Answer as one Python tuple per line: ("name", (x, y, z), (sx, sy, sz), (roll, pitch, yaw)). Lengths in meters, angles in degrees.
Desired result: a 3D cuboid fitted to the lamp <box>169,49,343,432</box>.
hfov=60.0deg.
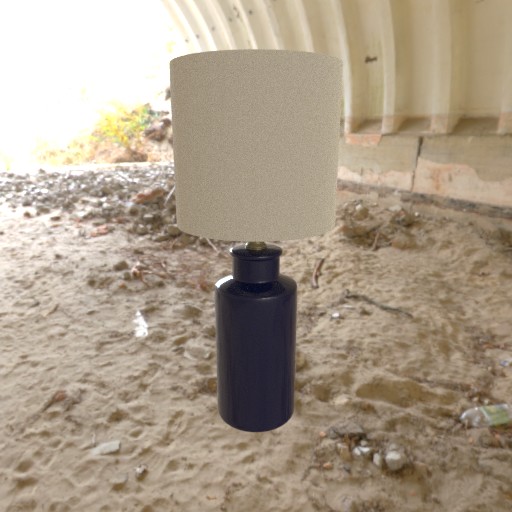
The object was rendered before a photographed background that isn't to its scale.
("lamp", (0.000, 0.000, 0.615), (0.212, 0.493, 0.212), (8, 17, 26))
